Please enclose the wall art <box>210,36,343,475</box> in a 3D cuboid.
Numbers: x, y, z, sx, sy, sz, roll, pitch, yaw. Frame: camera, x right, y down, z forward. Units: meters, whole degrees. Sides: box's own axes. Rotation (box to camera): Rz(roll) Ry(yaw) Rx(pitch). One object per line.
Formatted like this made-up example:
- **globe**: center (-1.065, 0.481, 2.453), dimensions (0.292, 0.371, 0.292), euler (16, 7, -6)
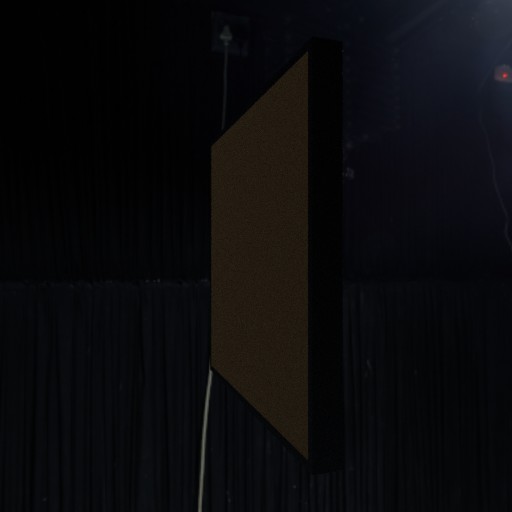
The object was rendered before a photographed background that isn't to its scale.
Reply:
- **wall art**: center (0.000, 0.000, 0.760), dimensions (0.040, 0.509, 0.509), euler (0, 0, -19)
